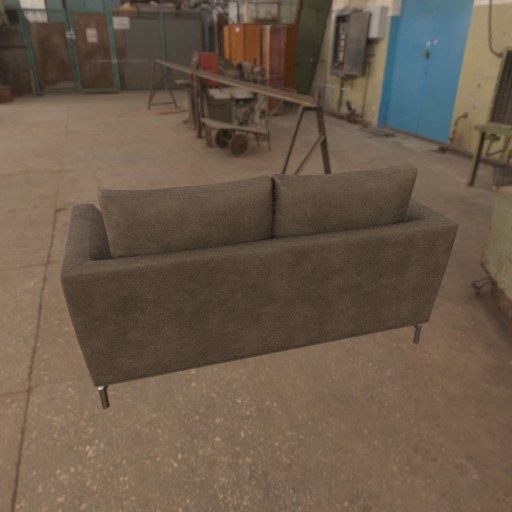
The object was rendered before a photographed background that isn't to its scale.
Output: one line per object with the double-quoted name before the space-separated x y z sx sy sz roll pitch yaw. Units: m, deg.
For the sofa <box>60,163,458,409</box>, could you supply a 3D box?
"sofa" 0.000 0.000 2.381 1.832 1.013 0.855 -8 27 -15
